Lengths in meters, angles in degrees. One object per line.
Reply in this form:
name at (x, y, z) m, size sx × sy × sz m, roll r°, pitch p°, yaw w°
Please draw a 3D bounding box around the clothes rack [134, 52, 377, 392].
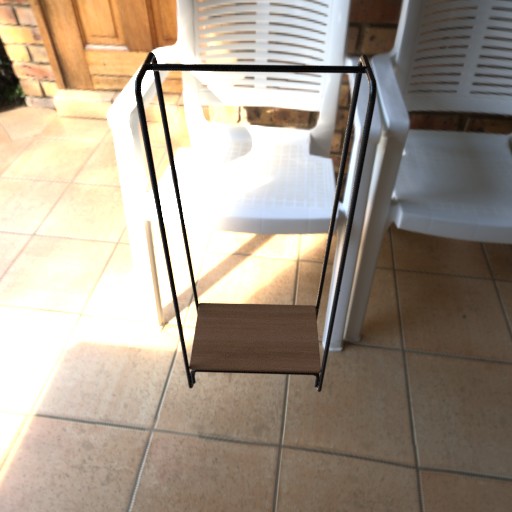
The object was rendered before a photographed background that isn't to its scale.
clothes rack at (0.000, 0.000, 1.756) m, size 0.640 × 1.500 × 0.400 m, roll 1°, pitch 45°, yaw 1°
